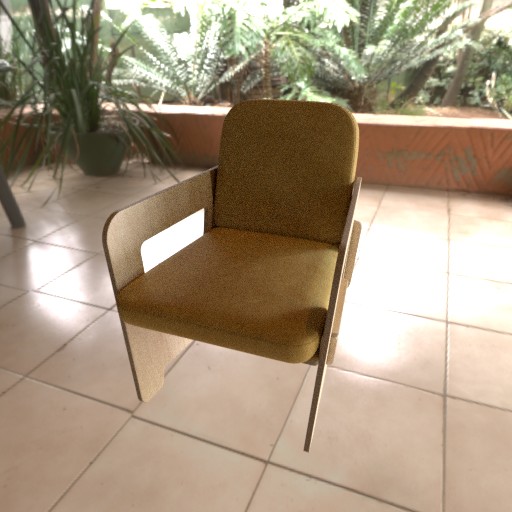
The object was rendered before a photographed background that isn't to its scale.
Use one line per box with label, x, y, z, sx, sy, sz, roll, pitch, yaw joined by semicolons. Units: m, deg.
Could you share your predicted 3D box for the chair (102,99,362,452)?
chair;0.000;0.000;1.297;0.590;0.800;0.710;9;27;19
